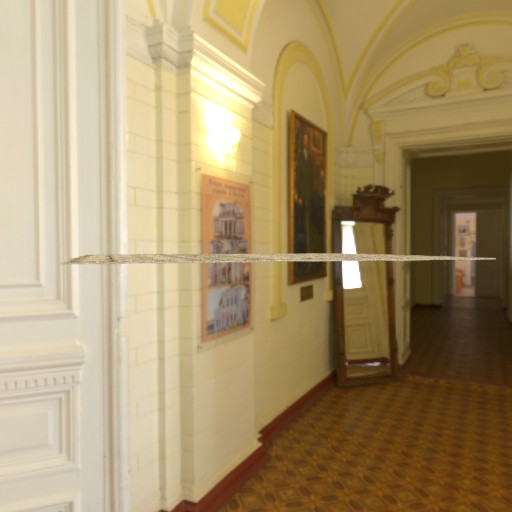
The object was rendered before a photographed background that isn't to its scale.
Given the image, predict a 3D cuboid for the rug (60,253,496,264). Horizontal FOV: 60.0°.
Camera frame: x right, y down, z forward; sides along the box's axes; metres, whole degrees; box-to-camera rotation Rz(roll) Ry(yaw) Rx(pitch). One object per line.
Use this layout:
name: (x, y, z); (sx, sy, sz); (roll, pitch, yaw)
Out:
rug: (0.000, 0.000, 3.244); (2.455, 0.025, 1.964); (0, 1, -18)
